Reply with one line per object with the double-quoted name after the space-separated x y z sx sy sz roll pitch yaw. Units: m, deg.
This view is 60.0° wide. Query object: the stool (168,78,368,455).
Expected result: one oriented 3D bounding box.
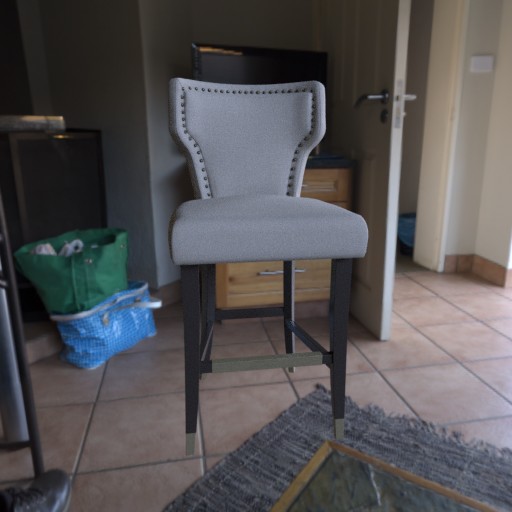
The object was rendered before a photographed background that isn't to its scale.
0.000 0.000 1.413 0.526 1.092 0.563 -2 15 -8 "stool"
